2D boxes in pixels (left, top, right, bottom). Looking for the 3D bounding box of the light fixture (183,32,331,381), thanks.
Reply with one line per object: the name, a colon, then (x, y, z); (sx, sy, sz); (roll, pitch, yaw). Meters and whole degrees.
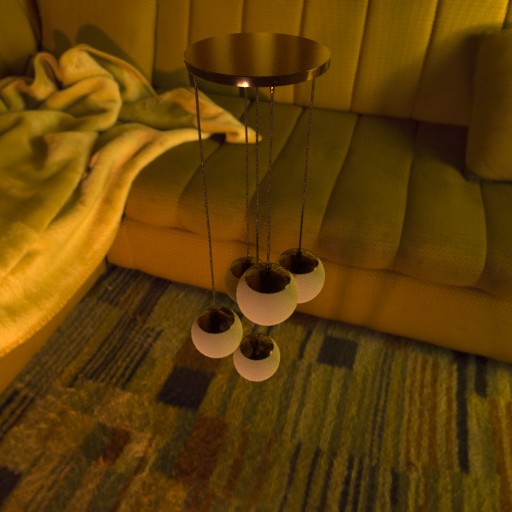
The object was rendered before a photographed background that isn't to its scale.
light fixture: (0.000, 0.000, 1.459); (0.484, 1.271, 0.489); (-2, 41, -2)
